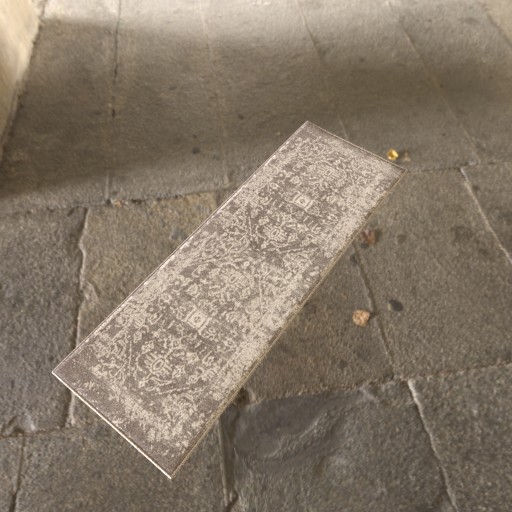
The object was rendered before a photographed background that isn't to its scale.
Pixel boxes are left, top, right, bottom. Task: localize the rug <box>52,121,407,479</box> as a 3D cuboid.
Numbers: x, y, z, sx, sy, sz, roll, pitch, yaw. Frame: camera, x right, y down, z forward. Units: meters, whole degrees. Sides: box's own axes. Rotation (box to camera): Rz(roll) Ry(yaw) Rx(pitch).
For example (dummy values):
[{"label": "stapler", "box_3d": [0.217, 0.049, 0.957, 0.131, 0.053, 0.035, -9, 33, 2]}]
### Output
[{"label": "rug", "box_3d": [0.000, 0.000, 2.722, 0.855, 0.017, 2.452, 32, 62, 19]}]
